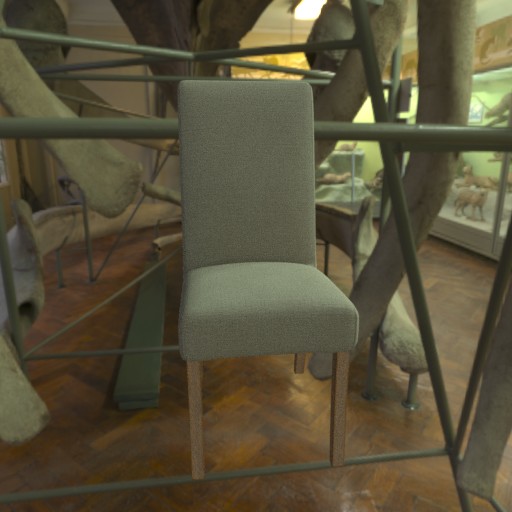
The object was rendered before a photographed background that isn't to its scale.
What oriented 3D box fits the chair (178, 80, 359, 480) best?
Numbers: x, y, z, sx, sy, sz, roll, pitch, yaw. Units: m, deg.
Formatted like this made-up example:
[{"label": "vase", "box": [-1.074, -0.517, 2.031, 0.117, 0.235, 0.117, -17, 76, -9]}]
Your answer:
[{"label": "chair", "box": [0.000, 0.000, 1.329, 0.450, 1.033, 0.611, -2, 16, -7]}]
